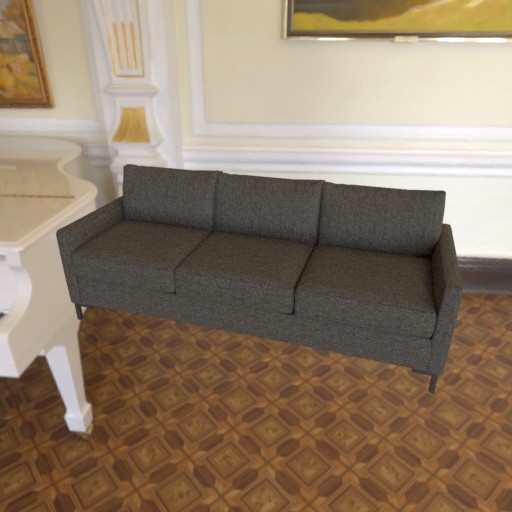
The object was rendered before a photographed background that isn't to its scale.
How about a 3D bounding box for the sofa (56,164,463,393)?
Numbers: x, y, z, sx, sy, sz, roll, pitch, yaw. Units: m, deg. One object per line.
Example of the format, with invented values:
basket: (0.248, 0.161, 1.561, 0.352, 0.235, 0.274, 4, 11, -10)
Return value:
sofa: (0.000, 0.000, 2.722, 2.253, 0.879, 0.876, 8, 27, 16)
